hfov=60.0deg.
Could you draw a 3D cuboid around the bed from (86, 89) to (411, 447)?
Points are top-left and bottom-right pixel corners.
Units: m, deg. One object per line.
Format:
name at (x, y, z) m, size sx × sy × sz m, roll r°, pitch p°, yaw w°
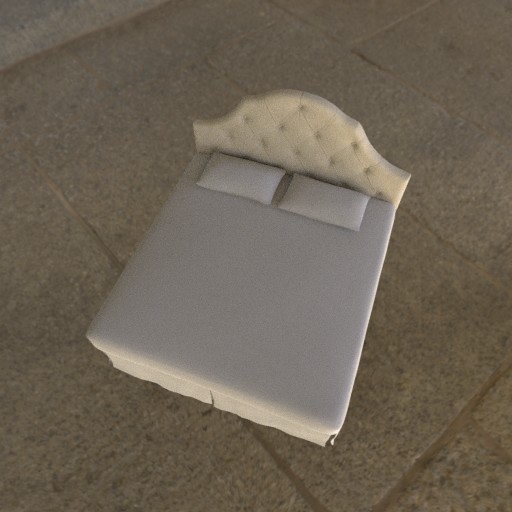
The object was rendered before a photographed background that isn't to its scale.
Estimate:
bed at (0.000, 0.000, 3.454) m, size 2.012 × 1.555 × 2.086 m, roll 17°, pitch 59°, yaw 11°
